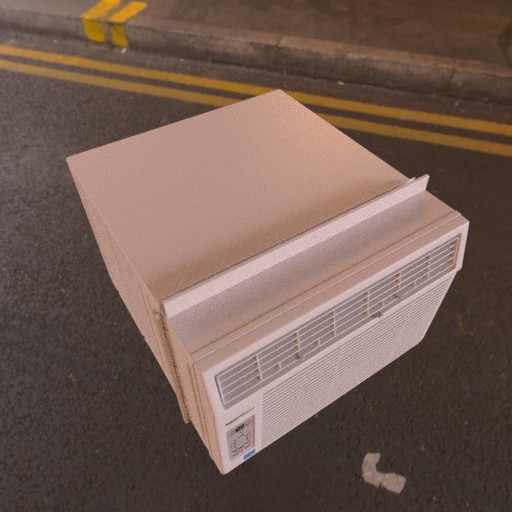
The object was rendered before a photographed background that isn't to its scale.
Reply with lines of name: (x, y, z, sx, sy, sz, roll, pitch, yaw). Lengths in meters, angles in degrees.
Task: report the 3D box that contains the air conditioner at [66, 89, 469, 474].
air conditioner: (0.000, 0.000, 0.869, 0.503, 0.388, 0.546, -26, 52, -22)
